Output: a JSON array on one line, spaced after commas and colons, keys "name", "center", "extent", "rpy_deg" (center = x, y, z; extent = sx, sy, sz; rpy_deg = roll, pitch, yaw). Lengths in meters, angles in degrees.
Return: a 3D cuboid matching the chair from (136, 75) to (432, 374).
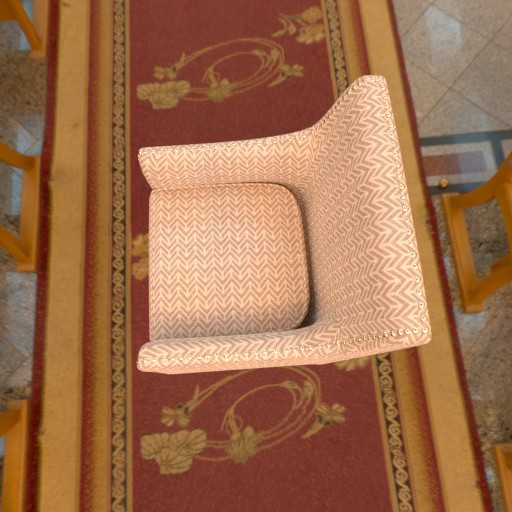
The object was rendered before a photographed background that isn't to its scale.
[{"name": "chair", "center": [0.000, 0.000, 1.300], "extent": [0.651, 0.816, 0.623], "rpy_deg": [-4, 74, -1]}]
